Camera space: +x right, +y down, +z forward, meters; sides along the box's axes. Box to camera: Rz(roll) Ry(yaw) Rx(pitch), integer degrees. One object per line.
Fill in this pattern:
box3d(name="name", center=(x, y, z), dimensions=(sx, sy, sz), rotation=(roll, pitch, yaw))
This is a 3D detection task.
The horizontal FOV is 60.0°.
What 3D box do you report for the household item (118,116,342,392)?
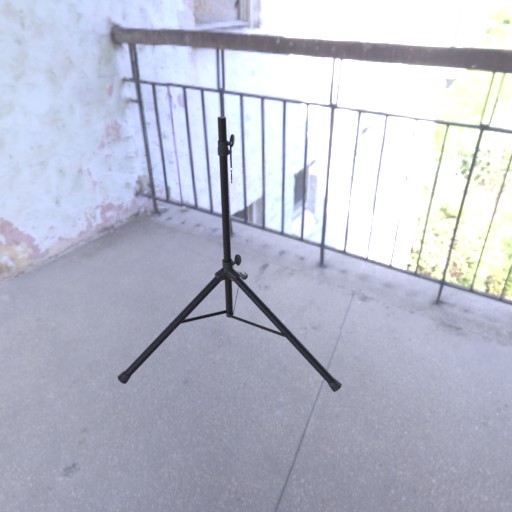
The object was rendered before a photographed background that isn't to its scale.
box3d(name="household item", center=(0.000, 0.000, 1.913), dimensions=(0.907, 1.136, 1.045), rotation=(19, 36, 28))
